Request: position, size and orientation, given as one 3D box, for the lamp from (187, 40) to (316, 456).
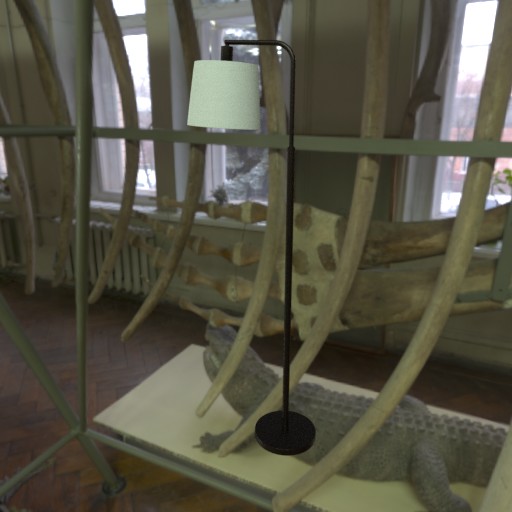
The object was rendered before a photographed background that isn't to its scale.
[{"bbox_3d":[0.000,0.000,1.645,0.508,1.478,0.254,8,18,25],"label":"lamp"}]
